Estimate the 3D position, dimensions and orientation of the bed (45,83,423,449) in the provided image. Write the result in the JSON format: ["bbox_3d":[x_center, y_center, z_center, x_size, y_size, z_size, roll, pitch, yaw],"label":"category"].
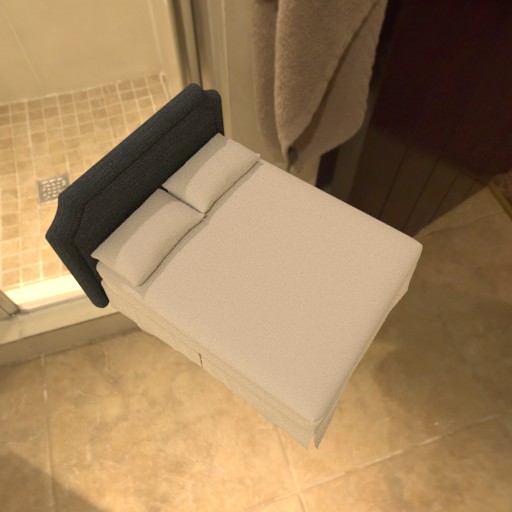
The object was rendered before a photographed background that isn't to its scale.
[{"bbox_3d":[0.000,0.000,3.368,2.208,1.297,1.828,31,64,17],"label":"bed"}]
